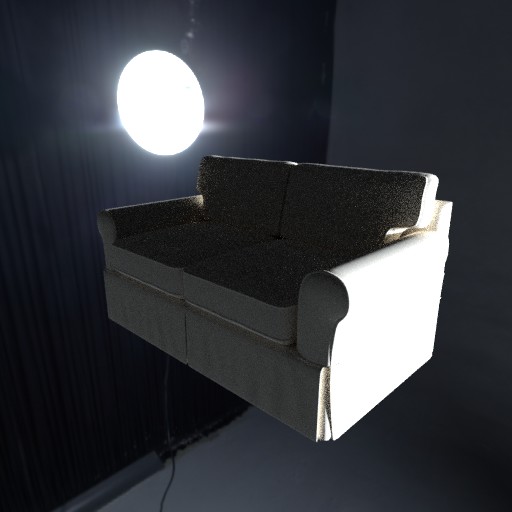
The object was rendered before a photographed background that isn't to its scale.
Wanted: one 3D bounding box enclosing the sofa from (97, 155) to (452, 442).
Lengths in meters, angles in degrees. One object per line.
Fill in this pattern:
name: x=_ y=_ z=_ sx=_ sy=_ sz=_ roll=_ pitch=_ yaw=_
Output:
sofa: x=0.000 y=0.000 z=2.369 sx=1.727 sy=0.940 sz=0.991 roll=16 pitch=23 yaw=42
